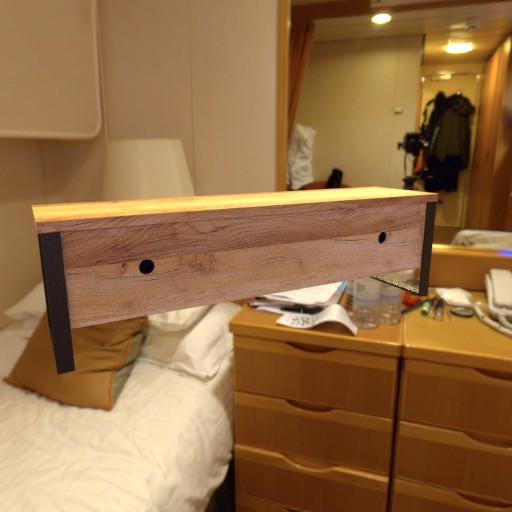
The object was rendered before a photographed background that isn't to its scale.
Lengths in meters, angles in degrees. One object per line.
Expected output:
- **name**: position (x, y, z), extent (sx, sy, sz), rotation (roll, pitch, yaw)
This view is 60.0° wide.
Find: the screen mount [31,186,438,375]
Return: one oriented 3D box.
- **screen mount**: position (0.000, 0.000, 1.741), extent (1.524, 0.450, 0.395), rotation (-7, 16, -27)
